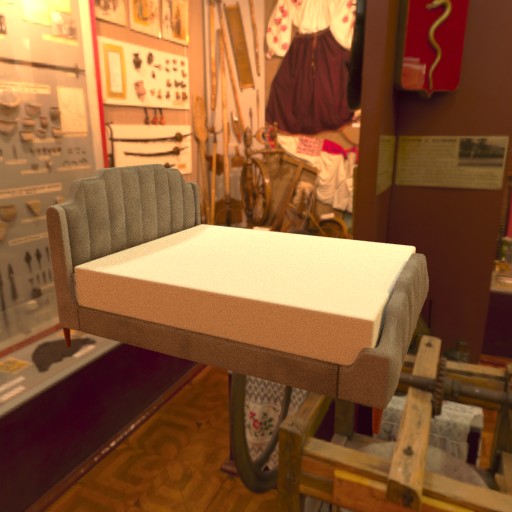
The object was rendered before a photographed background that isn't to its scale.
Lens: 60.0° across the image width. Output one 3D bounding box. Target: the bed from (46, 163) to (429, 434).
[{"bbox_3d":[0.000,0.000,3.297,2.340,1.245,1.676,8,17,25],"label":"bed"}]
